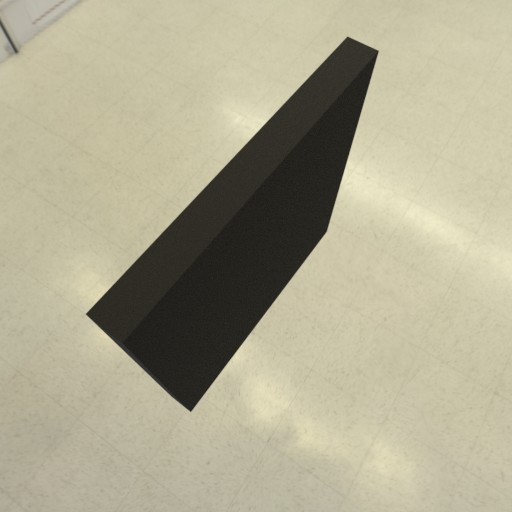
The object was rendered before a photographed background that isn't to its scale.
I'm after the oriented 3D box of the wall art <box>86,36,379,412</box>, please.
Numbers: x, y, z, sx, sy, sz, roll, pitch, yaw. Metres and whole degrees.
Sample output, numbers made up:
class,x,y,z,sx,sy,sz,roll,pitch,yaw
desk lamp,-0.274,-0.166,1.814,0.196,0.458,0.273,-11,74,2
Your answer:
class,x,y,z,sx,sy,sz,roll,pitch,yaw
wall art,0.000,0.000,0.455,0.030,0.305,0.308,33,68,15
